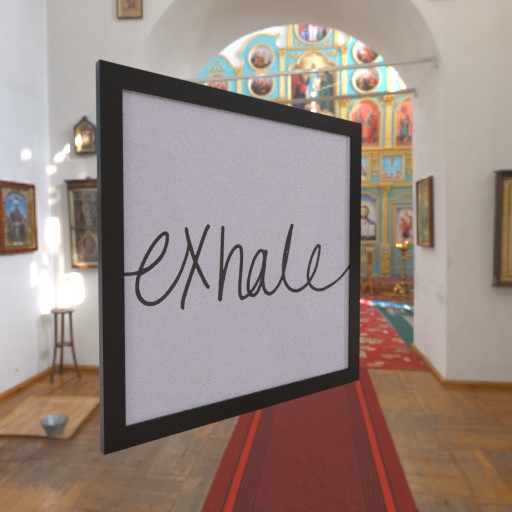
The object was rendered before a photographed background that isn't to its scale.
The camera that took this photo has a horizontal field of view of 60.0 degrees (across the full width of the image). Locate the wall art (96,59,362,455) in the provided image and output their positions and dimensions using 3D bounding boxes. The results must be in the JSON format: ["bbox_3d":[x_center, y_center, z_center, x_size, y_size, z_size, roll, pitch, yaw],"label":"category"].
[{"bbox_3d":[0.000,0.000,0.638,0.446,0.445,0.014,-2,3,-37],"label":"wall art"}]
